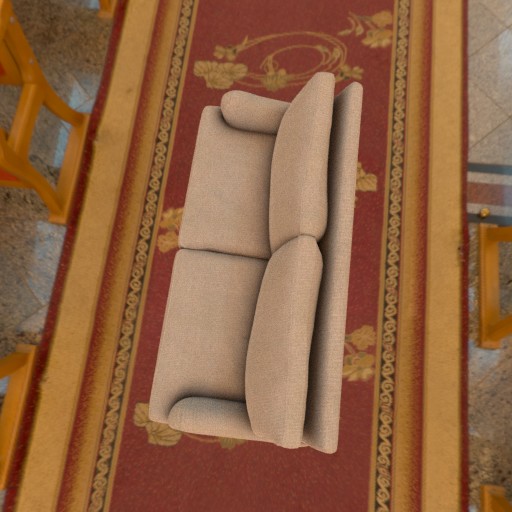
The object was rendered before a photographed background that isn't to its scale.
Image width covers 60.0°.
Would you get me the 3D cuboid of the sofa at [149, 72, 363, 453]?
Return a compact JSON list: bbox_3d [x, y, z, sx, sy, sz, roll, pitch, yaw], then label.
[{"bbox_3d":[0.000,0.000,2.876,1.069,1.096,2.193,7,75,2],"label":"sofa"}]
